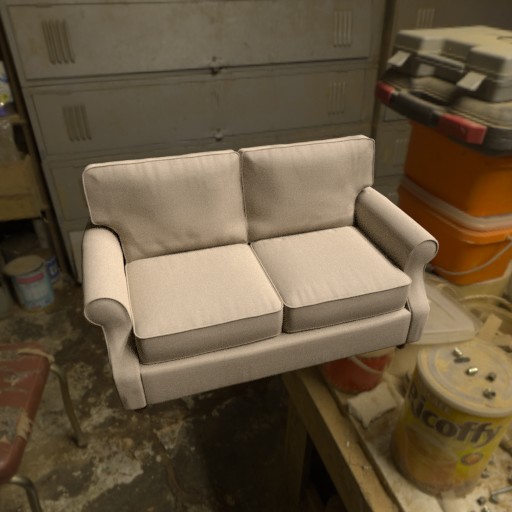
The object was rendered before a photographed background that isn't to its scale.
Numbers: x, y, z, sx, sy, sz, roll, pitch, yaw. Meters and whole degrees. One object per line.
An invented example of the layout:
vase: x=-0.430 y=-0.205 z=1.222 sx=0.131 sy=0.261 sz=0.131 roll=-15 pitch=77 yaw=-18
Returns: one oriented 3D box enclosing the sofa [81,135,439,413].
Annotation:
sofa: x=0.000 y=0.000 z=2.273 sx=1.665 sy=0.937 sz=0.964 roll=-10 pitch=34 yaw=-14
